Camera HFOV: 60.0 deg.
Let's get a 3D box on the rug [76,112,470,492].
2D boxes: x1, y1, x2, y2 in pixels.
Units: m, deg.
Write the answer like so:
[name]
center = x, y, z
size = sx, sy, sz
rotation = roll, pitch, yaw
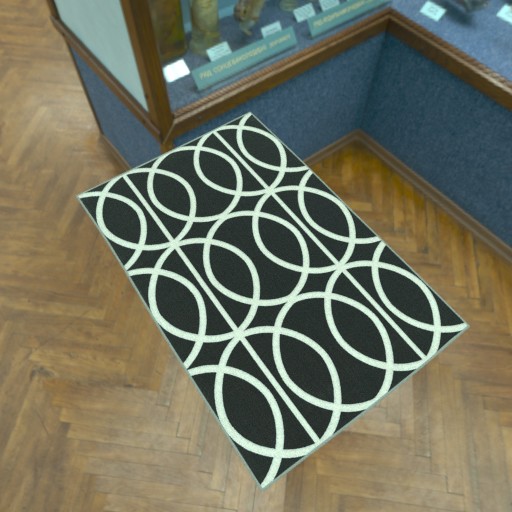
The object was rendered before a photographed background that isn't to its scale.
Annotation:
[rug]
center = 0.000, 0.000, 2.887
size = 1.526, 0.014, 2.290
rotation = -31, 64, -17
